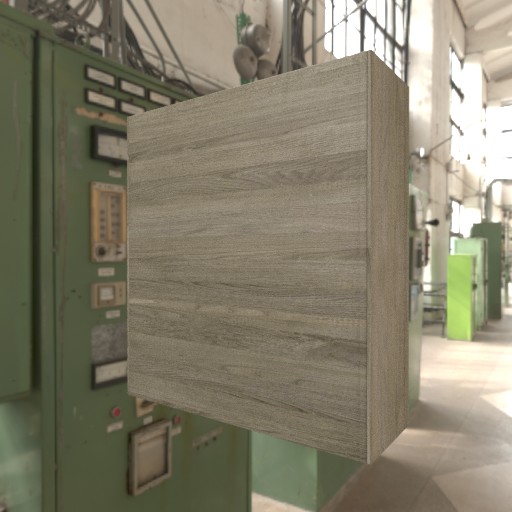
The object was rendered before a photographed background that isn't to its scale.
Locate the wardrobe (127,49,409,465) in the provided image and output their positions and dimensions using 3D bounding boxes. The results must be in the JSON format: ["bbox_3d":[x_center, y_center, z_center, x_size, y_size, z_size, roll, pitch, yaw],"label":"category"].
[{"bbox_3d":[0.000,0.000,2.855,1.780,1.960,0.629,0,0,36],"label":"wardrobe"}]
